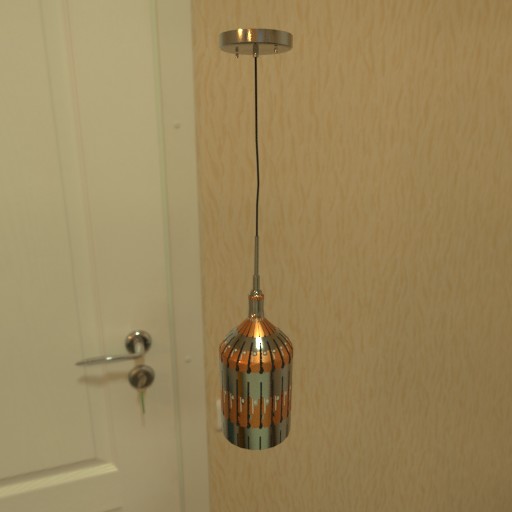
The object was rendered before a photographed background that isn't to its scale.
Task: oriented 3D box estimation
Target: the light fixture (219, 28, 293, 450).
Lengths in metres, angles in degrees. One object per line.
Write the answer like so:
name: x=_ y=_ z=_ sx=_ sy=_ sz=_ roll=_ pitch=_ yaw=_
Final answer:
light fixture: x=0.000 y=0.000 z=1.701 sx=0.303 sy=1.535 sz=0.303 roll=0 pitch=16 yaw=0
